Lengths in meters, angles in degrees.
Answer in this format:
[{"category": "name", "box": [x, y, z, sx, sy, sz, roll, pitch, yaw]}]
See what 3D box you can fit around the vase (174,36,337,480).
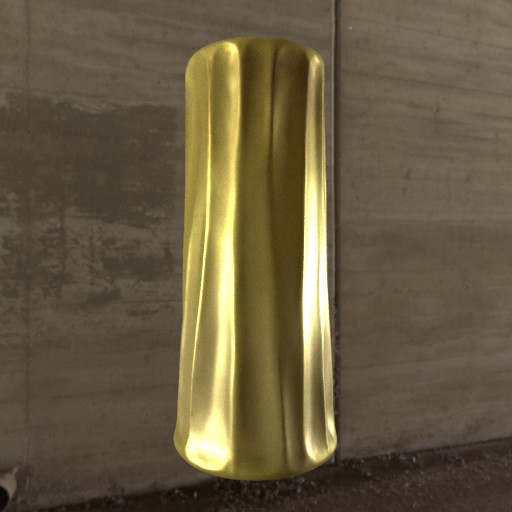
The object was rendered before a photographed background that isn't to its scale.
[{"category": "vase", "box": [0.000, 0.000, 0.169, 0.061, 0.143, 0.061, 0, 0, 0]}]
